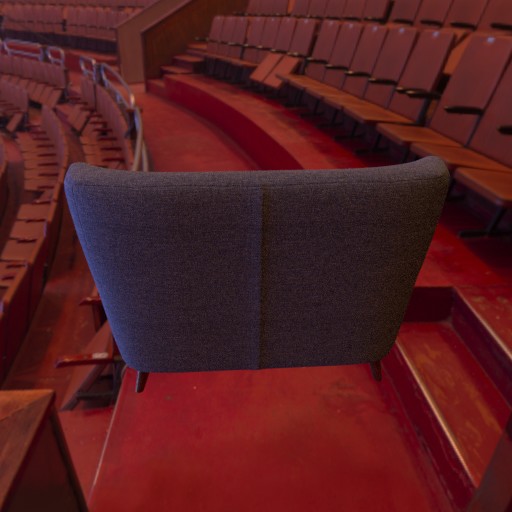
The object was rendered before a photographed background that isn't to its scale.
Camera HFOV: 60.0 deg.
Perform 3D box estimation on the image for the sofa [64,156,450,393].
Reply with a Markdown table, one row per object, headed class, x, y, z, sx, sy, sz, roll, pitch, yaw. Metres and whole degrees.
| class | x | y | z | sx | sy | sz | roll | pitch | yaw |
| --- | --- | --- | --- | --- | --- | --- | --- | --- | --- |
| sofa | 0.000 | 0.000 | 2.019 | 1.358 | 1.028 | 0.874 | -2 | 28 | -3 |
